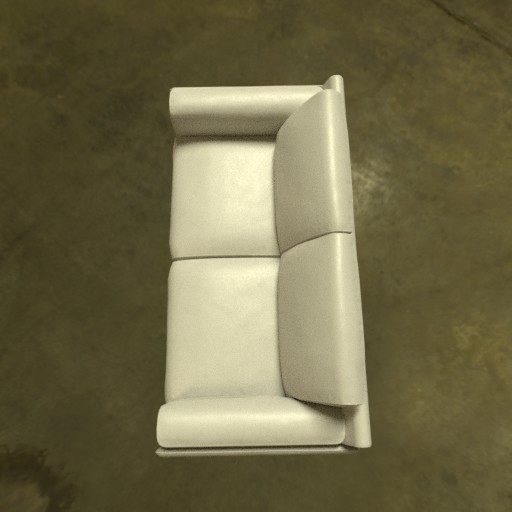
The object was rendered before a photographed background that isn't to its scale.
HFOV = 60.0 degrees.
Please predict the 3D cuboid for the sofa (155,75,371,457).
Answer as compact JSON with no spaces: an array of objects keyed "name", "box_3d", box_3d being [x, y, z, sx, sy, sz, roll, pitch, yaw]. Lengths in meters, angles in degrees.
[{"name":"sofa","box_3d":[0.000,0.000,2.562,1.049,0.930,2.101,-1,75,0]}]
